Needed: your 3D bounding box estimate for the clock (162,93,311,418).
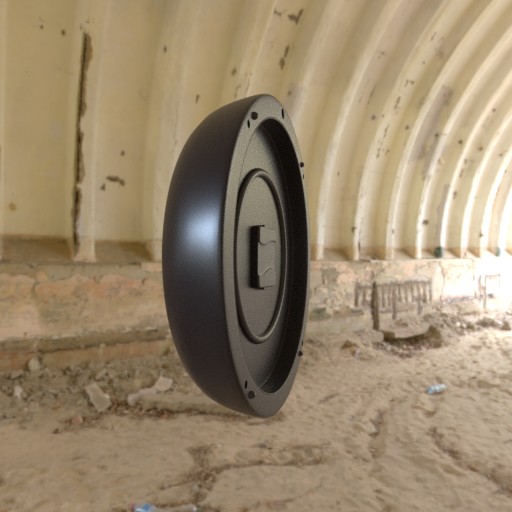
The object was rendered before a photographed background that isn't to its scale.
[{"bbox_3d":[0.000,0.000,0.441,0.060,0.300,0.300,0,0,18],"label":"clock"}]
